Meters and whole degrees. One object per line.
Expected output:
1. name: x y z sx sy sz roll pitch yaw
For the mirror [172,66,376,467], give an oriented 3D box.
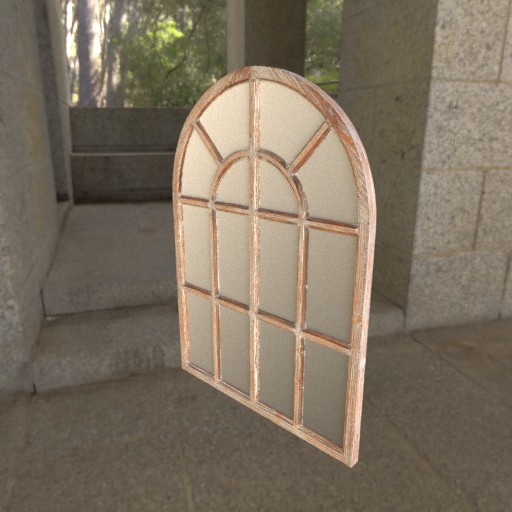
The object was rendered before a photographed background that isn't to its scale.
1. mirror: 0.000 0.000 1.163 0.660 0.920 0.032 15 22 41
